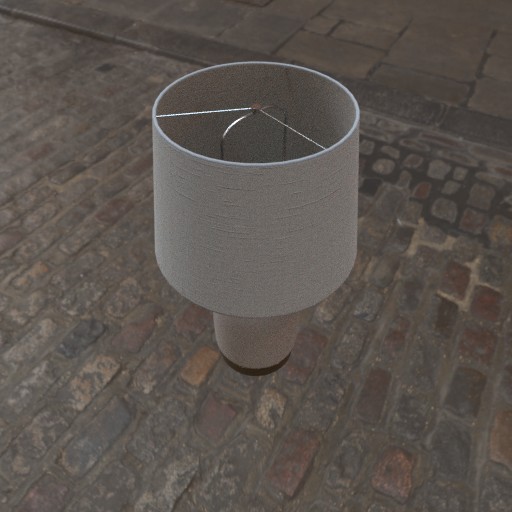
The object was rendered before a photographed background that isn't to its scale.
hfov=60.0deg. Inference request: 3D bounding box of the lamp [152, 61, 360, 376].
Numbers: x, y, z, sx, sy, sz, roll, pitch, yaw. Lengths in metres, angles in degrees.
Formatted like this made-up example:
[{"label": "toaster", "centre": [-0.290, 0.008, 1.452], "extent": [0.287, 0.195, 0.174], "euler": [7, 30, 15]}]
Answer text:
[{"label": "lamp", "centre": [0.000, 0.000, 0.663], "extent": [0.285, 0.483, 0.285], "euler": [0, 47, 0]}]
